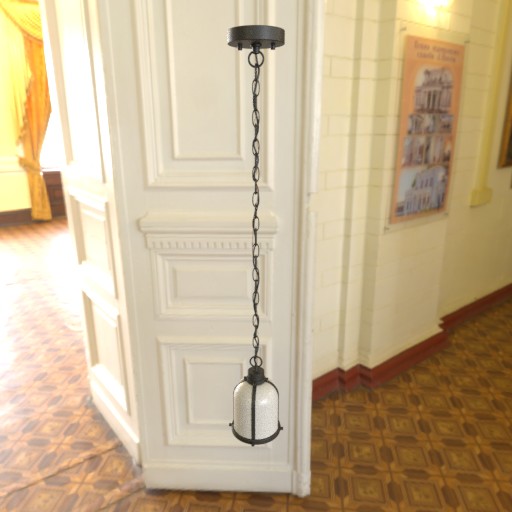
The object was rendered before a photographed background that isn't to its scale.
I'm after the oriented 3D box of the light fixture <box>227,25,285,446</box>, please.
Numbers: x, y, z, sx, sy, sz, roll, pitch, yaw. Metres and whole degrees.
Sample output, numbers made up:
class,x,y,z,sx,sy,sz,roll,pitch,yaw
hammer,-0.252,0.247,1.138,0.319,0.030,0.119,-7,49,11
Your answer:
class,x,y,z,sx,sy,sz,roll,pitch,yaw
light fixture,0.000,0.000,1.284,0.178,1.181,0.178,2,17,6
